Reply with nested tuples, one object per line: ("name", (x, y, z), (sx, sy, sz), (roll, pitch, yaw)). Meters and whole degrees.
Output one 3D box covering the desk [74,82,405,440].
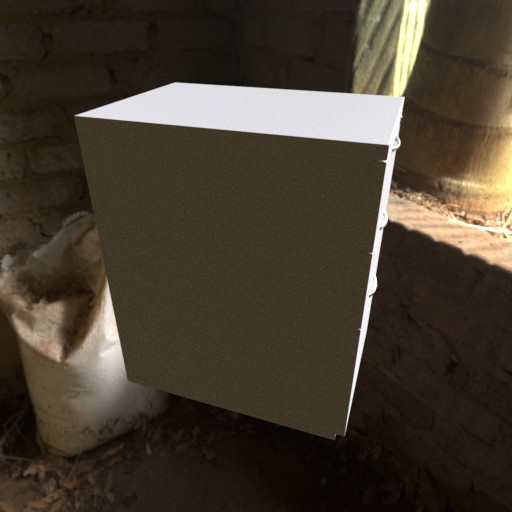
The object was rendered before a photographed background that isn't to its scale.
("desk", (0.000, 0.000, 1.113), (0.600, 0.730, 0.404), (10, 32, 17))
